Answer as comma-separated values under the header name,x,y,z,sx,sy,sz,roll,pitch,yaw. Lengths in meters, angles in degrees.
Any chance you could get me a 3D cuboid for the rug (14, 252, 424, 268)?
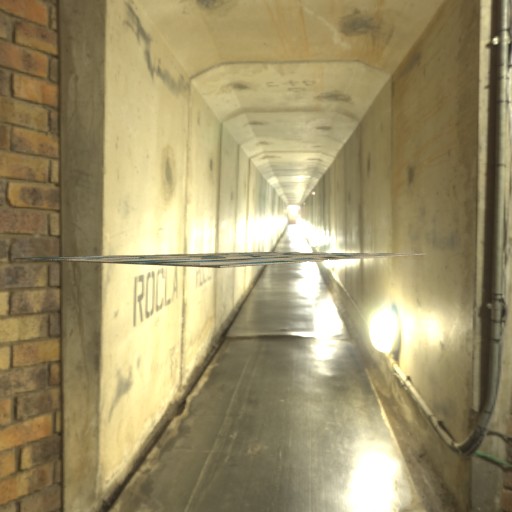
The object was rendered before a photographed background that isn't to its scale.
name,x,y,z,sx,sy,sz,roll,pitch,yaw
rug,0.000,0.000,2.948,1.507,0.007,2.433,1,2,37
